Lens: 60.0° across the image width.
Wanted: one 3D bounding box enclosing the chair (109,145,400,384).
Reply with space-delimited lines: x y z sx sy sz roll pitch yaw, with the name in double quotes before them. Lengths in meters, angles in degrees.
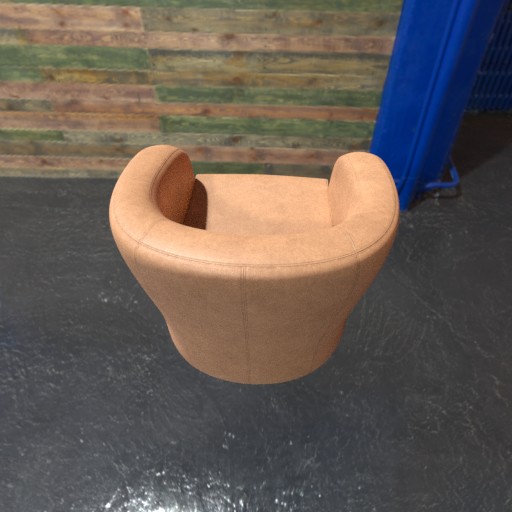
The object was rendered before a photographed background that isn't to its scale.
"chair" 0.000 0.000 1.455 0.791 0.771 0.815 3 47 2
